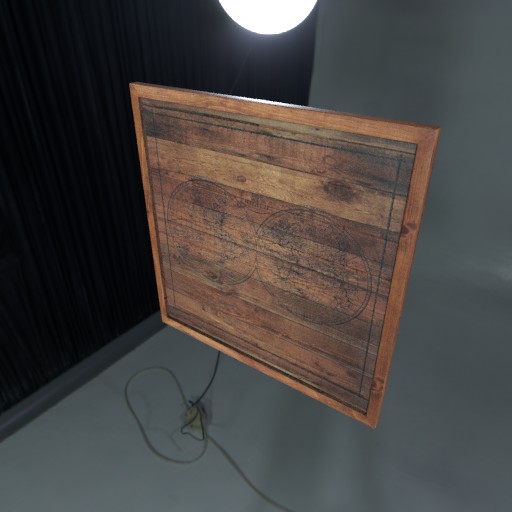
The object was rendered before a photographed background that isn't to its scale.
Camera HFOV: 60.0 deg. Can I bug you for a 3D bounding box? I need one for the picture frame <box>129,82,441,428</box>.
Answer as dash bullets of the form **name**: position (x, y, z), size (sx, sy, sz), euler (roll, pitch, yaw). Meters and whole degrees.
- **picture frame**: position (0.000, 0.000, 1.211), size (0.810, 0.817, 0.029), euler (20, 36, 29)
